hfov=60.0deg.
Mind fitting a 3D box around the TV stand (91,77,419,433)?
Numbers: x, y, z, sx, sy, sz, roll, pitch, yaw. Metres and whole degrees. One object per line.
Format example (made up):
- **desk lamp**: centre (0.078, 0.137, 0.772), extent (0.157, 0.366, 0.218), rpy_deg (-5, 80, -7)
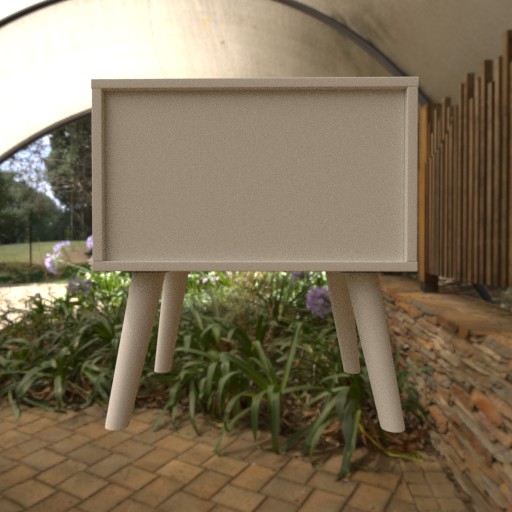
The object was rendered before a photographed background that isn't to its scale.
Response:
- **TV stand**: centre (0.000, 0.000, 0.893), extent (0.508, 0.559, 0.405), rpy_deg (0, 1, 1)
